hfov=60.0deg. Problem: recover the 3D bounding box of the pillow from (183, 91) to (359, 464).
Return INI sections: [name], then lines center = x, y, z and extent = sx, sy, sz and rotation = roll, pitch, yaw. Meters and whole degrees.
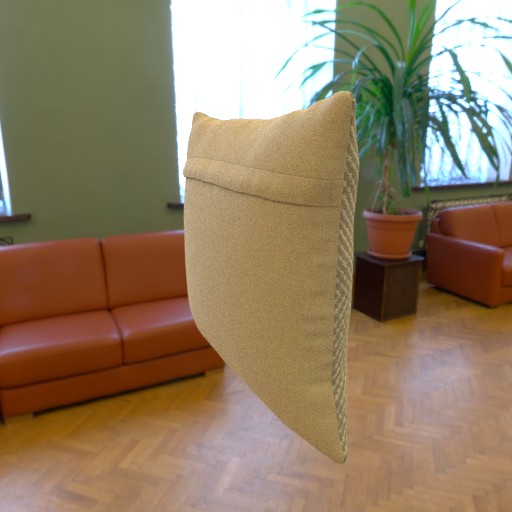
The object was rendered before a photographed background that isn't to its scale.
[pillow]
center = 0.000, 0.000, 0.705
extent = 0.181, 0.458, 0.459
rotation = -8, 17, -27
